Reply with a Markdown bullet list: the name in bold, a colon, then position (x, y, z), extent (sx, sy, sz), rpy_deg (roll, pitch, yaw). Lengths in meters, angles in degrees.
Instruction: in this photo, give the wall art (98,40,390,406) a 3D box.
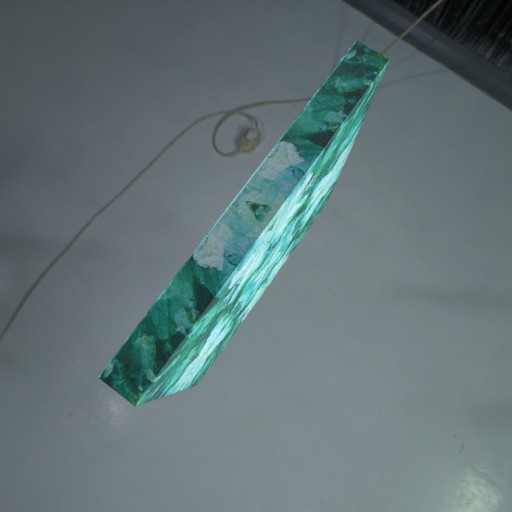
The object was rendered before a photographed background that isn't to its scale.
- **wall art**: position (0.000, 0.000, 0.465), extent (0.033, 0.313, 0.313), rpy_deg (35, 79, 8)
